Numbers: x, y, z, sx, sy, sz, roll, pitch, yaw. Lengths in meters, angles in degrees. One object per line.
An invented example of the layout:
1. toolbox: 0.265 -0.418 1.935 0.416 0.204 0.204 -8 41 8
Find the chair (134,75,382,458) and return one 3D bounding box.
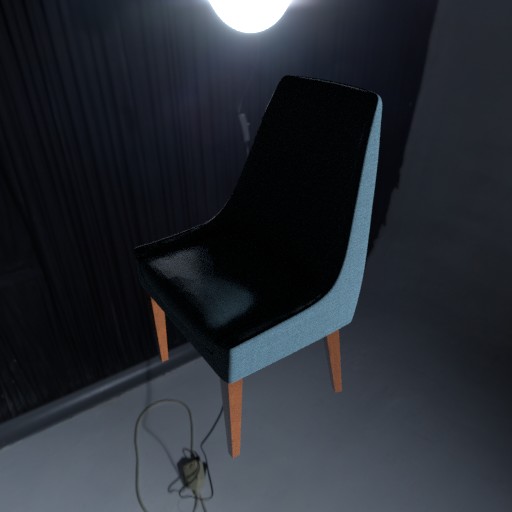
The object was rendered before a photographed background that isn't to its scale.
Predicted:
1. chair: 0.000 0.000 1.228 0.544 0.861 0.529 -20 36 -30
